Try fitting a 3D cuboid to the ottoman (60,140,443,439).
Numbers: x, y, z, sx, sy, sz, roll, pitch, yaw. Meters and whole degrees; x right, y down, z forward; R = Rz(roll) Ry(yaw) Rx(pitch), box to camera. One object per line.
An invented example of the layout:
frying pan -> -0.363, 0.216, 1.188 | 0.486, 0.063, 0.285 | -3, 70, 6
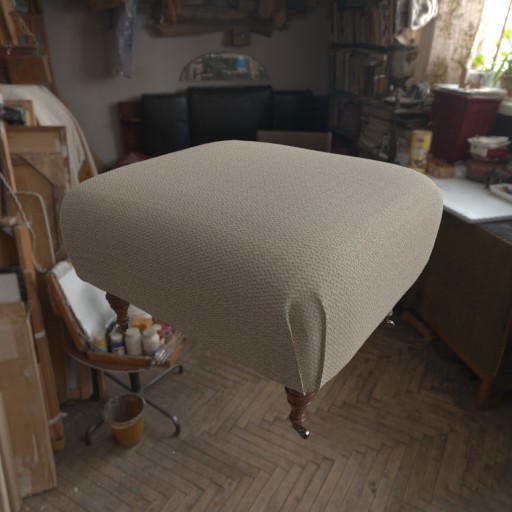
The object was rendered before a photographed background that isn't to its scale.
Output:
ottoman -> 0.000, 0.000, 1.045 | 0.684, 0.447, 0.622 | 19, 33, 32
